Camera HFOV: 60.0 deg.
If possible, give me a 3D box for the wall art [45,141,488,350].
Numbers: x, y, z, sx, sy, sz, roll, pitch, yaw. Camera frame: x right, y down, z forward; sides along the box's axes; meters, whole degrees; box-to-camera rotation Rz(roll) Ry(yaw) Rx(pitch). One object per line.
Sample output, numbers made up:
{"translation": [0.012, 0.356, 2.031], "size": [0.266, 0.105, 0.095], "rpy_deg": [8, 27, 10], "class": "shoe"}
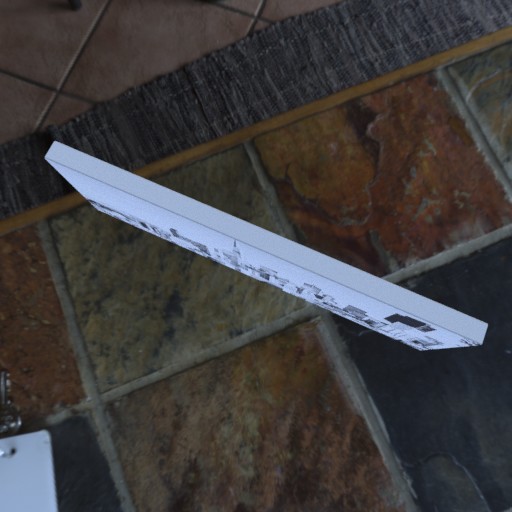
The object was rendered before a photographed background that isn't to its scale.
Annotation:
{"translation": [0.000, 0.000, 0.839], "size": [0.766, 0.256, 0.036], "rpy_deg": [23, 77, 6], "class": "wall art"}
